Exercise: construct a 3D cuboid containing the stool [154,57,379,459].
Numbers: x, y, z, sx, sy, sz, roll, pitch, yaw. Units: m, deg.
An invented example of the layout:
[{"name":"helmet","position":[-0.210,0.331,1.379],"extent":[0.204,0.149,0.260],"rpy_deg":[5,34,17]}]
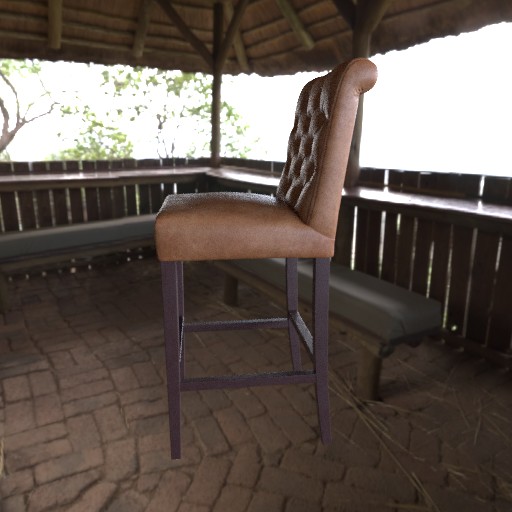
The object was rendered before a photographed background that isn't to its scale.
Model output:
[{"name":"stool","position":[0.000,0.000,1.444],"extent":[0.601,1.140,0.493],"rpy_deg":[-2,15,-7]}]
